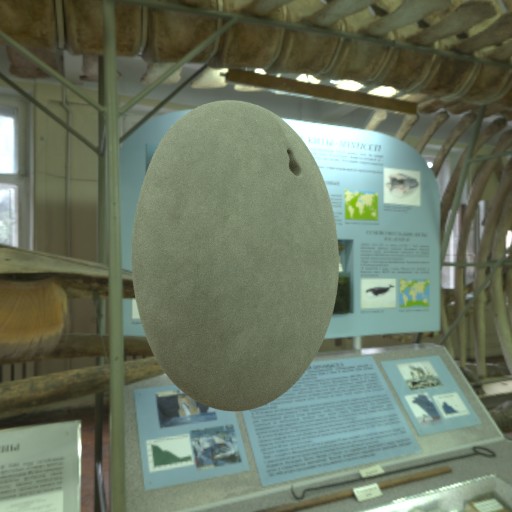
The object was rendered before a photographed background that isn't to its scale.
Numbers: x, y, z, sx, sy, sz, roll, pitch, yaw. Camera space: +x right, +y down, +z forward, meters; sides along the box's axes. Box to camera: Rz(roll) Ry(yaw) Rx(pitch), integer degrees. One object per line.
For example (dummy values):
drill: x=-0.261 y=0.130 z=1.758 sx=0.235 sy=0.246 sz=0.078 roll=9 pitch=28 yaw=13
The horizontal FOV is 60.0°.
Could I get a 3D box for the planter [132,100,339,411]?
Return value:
planter: x=0.000 y=0.000 z=0.279 sx=0.071 sy=0.188 sz=0.185 roll=0 pitch=0 yaw=36
